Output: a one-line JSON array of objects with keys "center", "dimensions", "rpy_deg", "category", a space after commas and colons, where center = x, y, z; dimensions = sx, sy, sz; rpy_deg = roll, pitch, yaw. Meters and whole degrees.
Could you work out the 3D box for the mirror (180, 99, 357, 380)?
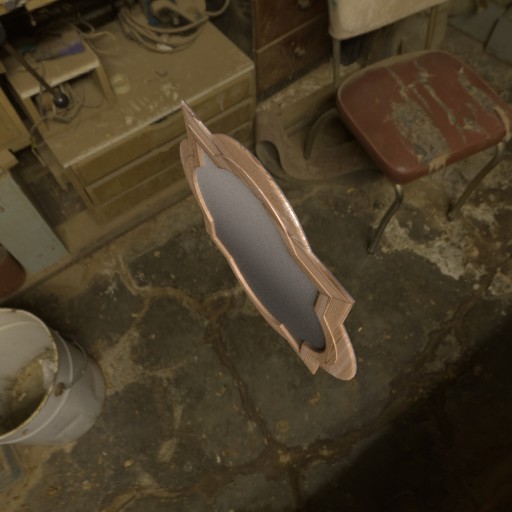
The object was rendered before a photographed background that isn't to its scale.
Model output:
[{"center": [0.000, 0.000, 1.064], "dimensions": [0.019, 0.686, 0.686], "rpy_deg": [-32, 68, -15], "category": "mirror"}]
